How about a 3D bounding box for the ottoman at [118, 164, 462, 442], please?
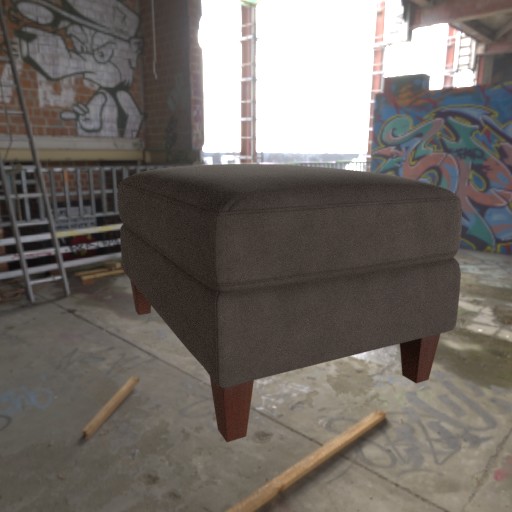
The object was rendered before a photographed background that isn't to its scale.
[{"bbox_3d":[0.000,0.000,1.196,0.584,0.483,0.864,-7,15,-26],"label":"ottoman"}]
